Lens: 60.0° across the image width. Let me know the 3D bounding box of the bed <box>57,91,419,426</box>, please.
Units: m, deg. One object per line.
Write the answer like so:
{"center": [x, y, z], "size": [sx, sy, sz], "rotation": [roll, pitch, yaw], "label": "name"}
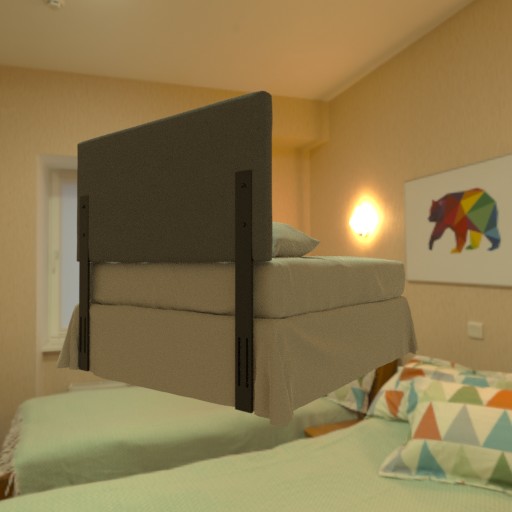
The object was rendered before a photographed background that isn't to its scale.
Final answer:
{"center": [0.000, 0.000, 3.427], "size": [1.936, 1.577, 2.222], "rotation": [-1, -1, 37], "label": "bed"}
